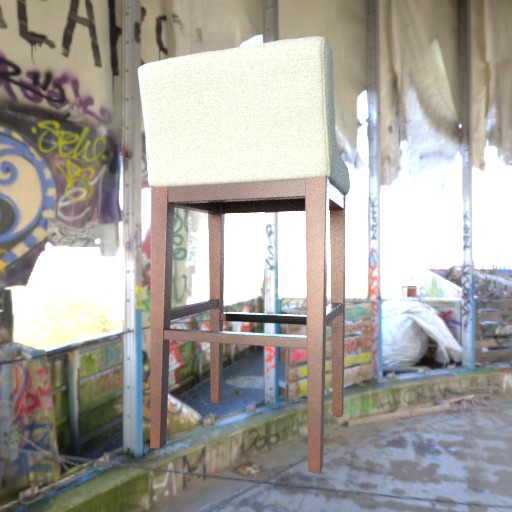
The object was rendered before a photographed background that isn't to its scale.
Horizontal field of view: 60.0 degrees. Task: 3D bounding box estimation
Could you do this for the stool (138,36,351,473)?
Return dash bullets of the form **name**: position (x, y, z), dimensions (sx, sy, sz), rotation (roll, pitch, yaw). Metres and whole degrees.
- **stool**: position (0.000, 0.000, 1.310), dimensions (0.511, 1.037, 0.500), rotation (0, 0, 18)
